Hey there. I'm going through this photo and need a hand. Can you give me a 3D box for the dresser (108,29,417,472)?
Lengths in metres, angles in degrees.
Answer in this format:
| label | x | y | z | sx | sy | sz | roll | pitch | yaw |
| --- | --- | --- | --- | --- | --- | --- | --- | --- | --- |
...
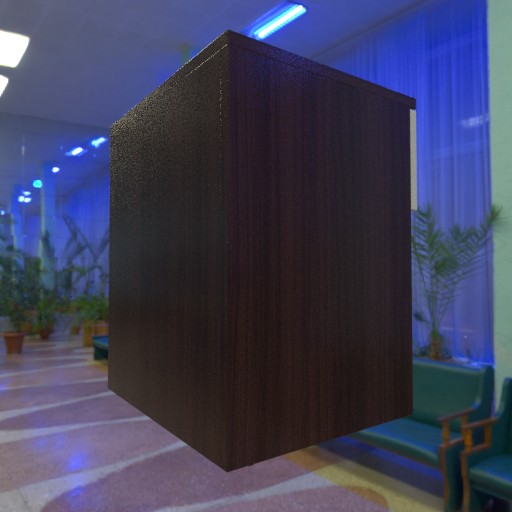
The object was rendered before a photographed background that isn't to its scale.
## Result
| label | x | y | z | sx | sy | sz | roll | pitch | yaw |
| --- | --- | --- | --- | --- | --- | --- | --- | --- | --- |
| dresser | 0.000 | 0.000 | 0.734 | 0.360 | 0.470 | 0.400 | 1 | -2 | -36 |
